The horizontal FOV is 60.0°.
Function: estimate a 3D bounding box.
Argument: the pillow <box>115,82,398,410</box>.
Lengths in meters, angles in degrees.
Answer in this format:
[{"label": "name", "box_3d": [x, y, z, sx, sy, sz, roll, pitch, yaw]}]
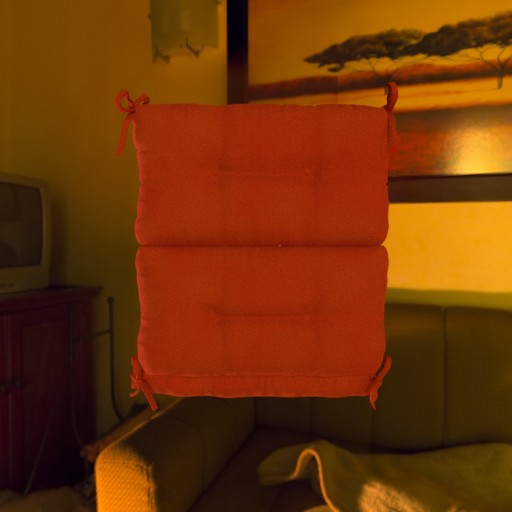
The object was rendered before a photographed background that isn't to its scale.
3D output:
[{"label": "pillow", "box_3d": [0.000, 0.000, 1.023, 0.519, 0.605, 0.571, 0, 1, -1]}]
